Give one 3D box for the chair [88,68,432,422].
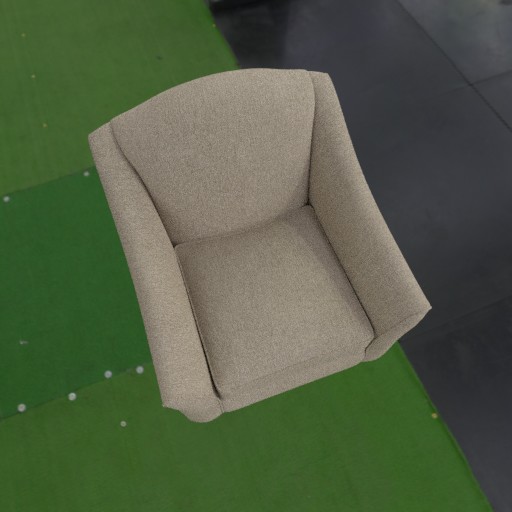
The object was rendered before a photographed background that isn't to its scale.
[{"bbox_3d":[0.000,0.000,1.421,0.763,0.839,0.787,-18,64,-9],"label":"chair"}]
